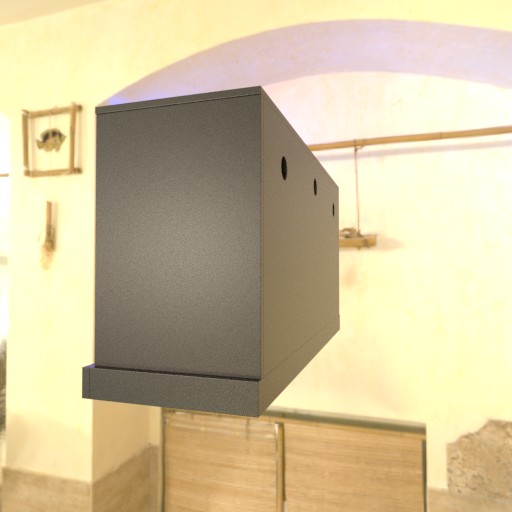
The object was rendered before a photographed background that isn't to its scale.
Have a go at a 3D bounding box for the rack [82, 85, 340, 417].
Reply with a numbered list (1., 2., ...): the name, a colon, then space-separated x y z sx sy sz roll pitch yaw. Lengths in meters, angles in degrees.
1. rack: 0.000 0.000 1.474 0.399 0.635 1.206 0 -1 18
